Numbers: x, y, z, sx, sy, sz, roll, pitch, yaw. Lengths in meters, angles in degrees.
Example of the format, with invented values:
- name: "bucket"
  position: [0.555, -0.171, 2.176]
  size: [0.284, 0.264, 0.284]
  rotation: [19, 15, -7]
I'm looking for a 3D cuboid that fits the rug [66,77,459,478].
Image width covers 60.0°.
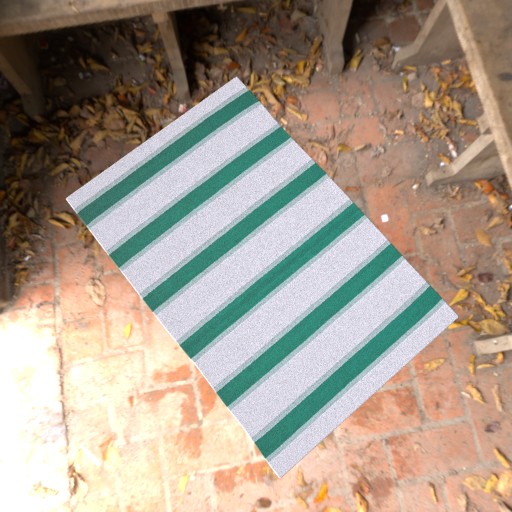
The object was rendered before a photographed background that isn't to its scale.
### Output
- name: "rug"
  position: [0.000, 0.000, 2.363]
  size: [1.210, 0.012, 1.829]
  rotation: [-39, 79, -9]
